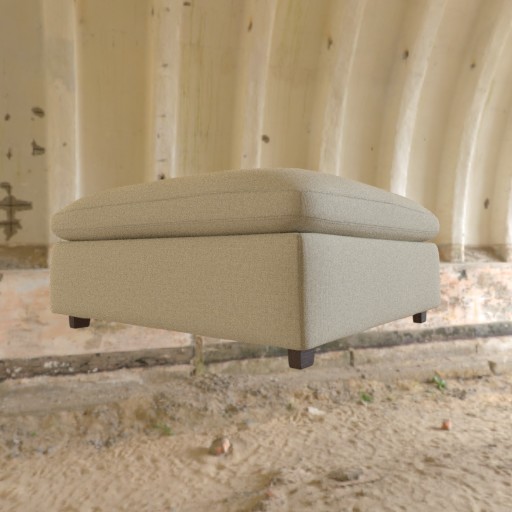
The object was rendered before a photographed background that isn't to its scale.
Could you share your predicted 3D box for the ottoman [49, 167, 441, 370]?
[{"bbox_3d":[0.000,0.000,1.500,0.977,0.467,0.996,0,0,37],"label":"ottoman"}]
